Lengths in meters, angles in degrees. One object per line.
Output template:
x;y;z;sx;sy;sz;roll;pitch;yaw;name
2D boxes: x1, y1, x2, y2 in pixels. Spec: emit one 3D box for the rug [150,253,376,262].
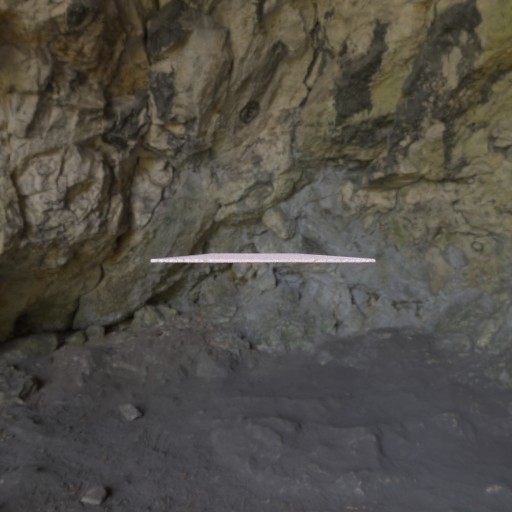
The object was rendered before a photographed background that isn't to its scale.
0.000;0.000;2.729;0.775;0.012;2.452;0;1;-1;rug
